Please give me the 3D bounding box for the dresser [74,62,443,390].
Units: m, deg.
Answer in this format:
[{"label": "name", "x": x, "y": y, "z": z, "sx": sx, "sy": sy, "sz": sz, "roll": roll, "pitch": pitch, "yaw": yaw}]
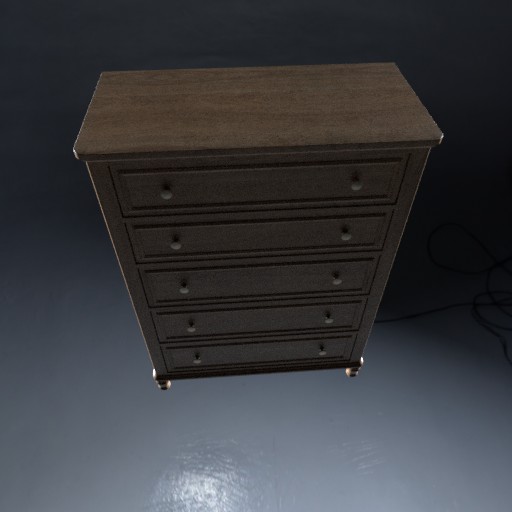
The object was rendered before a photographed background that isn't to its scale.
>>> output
[{"label": "dresser", "x": 0.000, "y": 0.000, "z": 1.786, "sx": 0.973, "sy": 1.318, "sz": 0.484, "roll": -3, "pitch": 46, "yaw": -3}]
